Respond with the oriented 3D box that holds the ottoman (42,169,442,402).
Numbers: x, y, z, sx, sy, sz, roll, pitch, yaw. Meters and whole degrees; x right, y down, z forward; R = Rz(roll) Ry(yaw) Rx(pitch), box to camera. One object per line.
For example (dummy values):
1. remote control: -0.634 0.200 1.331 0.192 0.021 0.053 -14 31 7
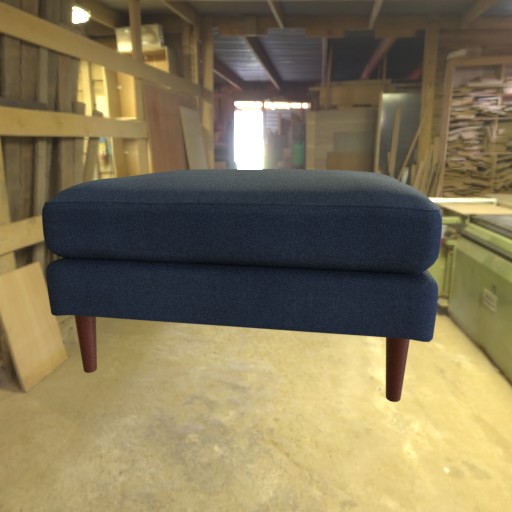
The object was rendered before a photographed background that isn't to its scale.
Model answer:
1. ottoman: 0.000 0.000 1.221 0.821 0.474 0.693 2 13 10
